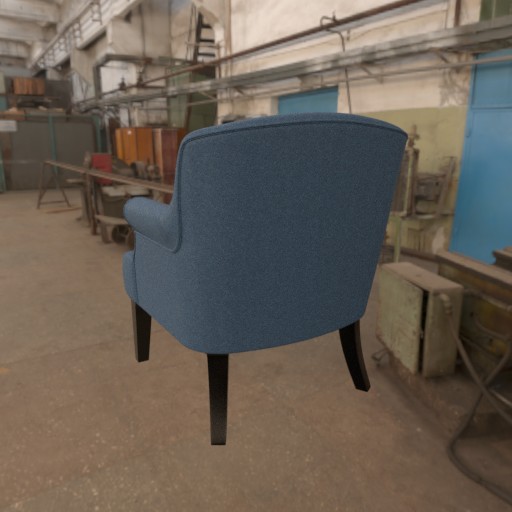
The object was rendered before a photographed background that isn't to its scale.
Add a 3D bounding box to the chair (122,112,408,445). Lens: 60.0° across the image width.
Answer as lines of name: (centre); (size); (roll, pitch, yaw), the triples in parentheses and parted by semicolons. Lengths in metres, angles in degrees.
chair: (0.000, 0.000, 1.473); (0.770, 0.878, 0.754); (-8, 17, -29)
